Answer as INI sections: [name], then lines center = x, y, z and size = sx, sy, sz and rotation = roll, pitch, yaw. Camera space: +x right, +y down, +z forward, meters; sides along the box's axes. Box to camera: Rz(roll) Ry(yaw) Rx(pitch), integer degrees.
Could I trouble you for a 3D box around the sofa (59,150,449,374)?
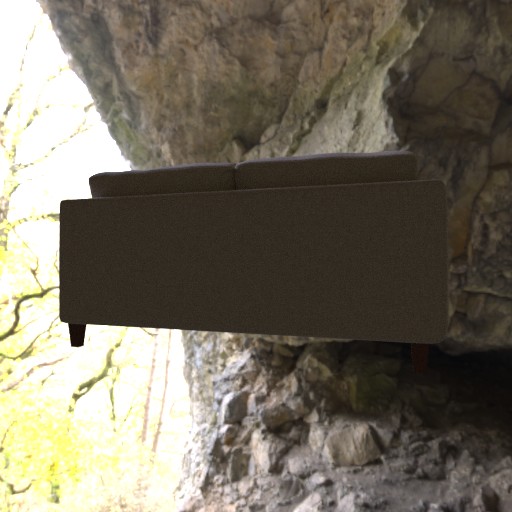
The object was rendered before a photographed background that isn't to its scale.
[sofa]
center = 0.000, 0.000, 2.439
size = 1.884, 0.947, 0.951
rotation = 0, -1, 19
